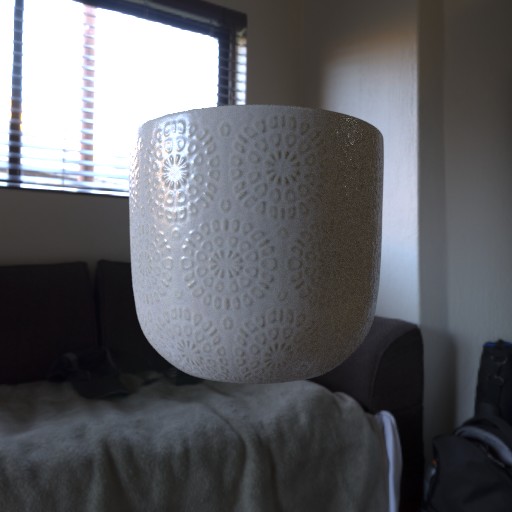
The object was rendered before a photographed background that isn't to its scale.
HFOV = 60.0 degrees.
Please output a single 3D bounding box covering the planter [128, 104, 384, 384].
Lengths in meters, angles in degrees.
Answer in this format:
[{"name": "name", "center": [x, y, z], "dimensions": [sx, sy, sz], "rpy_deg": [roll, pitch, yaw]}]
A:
[{"name": "planter", "center": [0.000, 0.000, 0.306], "dimensions": [0.170, 0.152, 0.170], "rpy_deg": [0, 0, 0]}]
